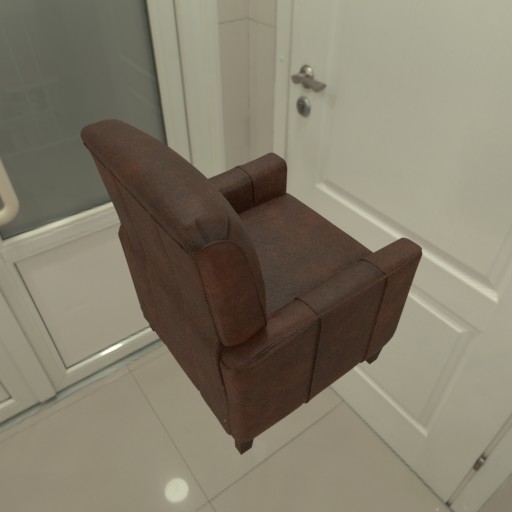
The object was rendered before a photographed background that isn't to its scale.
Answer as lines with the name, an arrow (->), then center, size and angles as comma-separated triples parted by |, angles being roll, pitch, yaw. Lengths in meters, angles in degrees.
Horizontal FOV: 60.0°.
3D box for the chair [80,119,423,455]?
chair -> 0.000, 0.000, 1.619 | 0.836, 1.043, 0.843 | -26, 48, -26
